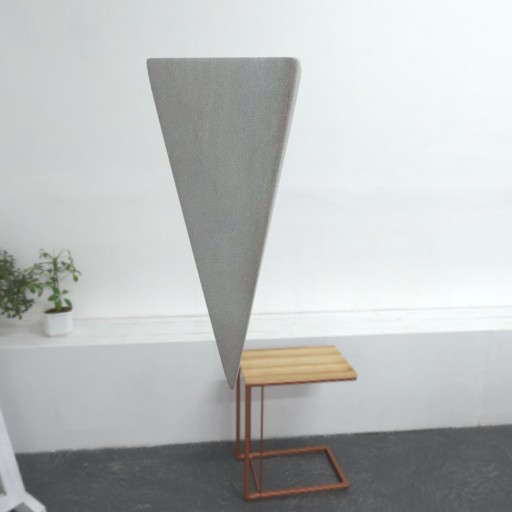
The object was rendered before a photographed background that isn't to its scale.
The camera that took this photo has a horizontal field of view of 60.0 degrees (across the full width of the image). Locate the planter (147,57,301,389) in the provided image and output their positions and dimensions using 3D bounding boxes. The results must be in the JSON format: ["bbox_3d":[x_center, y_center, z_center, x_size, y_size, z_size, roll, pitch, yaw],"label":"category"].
[{"bbox_3d":[0.000,0.000,0.155,0.058,0.130,0.047,-8,17,-26],"label":"planter"}]
